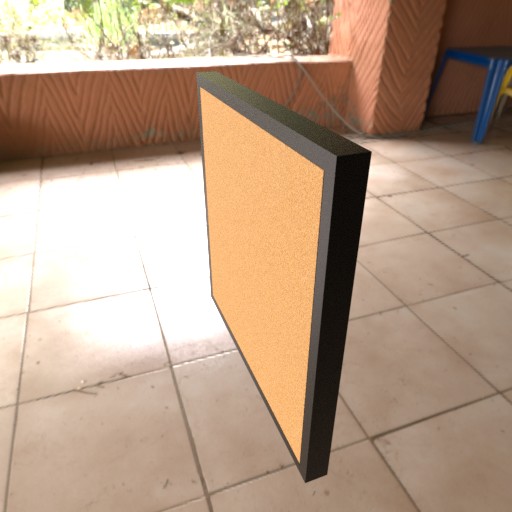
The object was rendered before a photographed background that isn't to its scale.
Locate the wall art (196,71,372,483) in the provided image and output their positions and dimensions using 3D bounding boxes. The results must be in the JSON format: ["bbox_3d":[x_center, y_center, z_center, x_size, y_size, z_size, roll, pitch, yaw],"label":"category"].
[{"bbox_3d":[0.000,0.000,0.744,0.038,0.506,0.506,-11,33,-18],"label":"wall art"}]
